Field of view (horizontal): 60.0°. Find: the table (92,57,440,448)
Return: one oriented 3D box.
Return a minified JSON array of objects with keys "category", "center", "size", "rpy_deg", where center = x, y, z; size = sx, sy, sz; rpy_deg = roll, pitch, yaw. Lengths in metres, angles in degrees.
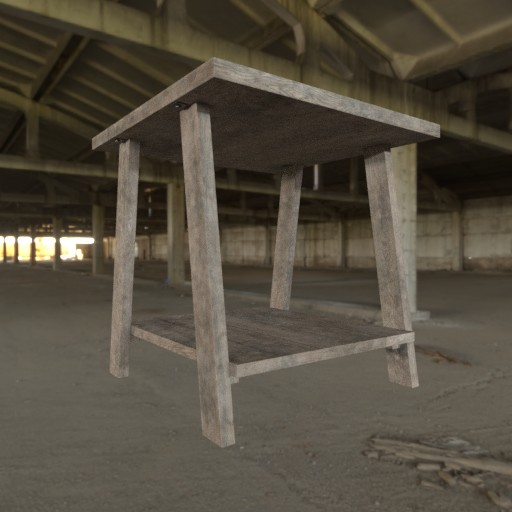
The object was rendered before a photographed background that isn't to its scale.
[{"category":"table","center":[0.000,0.000,1.094],"size":[0.610,0.610,0.610],"rpy_deg":[-1,1,-37]}]
